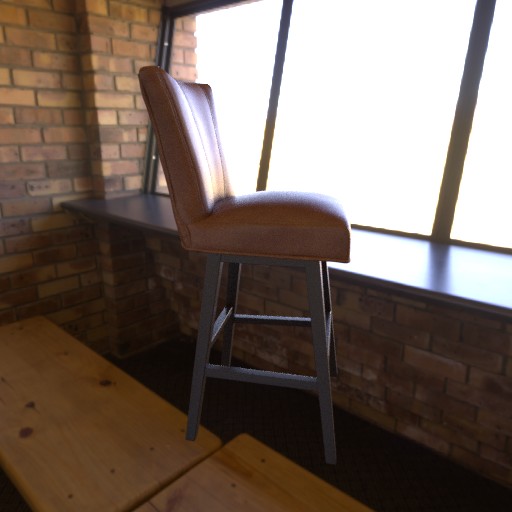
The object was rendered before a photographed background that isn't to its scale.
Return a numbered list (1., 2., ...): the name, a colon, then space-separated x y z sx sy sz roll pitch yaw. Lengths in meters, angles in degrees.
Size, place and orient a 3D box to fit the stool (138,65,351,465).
1. stool: 0.000 0.000 1.433 0.585 1.094 0.522 3 16 10
